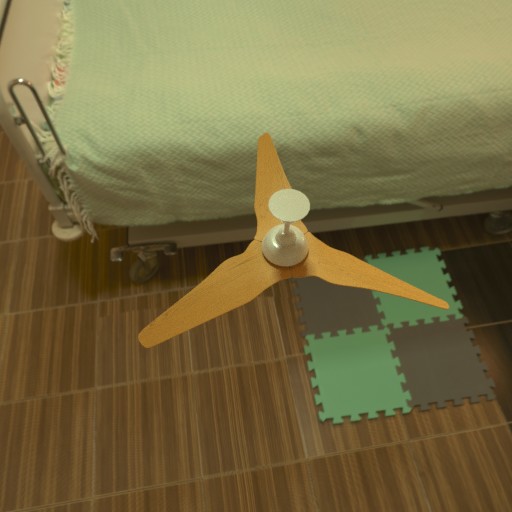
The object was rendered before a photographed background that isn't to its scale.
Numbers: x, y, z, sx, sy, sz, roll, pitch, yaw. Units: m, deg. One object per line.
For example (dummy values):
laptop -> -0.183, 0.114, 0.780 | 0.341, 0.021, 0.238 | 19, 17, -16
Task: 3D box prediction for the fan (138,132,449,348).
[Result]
fan -> 0.000, 0.000, 1.635 | 1.010, 0.355, 1.142 | -34, 64, -19
